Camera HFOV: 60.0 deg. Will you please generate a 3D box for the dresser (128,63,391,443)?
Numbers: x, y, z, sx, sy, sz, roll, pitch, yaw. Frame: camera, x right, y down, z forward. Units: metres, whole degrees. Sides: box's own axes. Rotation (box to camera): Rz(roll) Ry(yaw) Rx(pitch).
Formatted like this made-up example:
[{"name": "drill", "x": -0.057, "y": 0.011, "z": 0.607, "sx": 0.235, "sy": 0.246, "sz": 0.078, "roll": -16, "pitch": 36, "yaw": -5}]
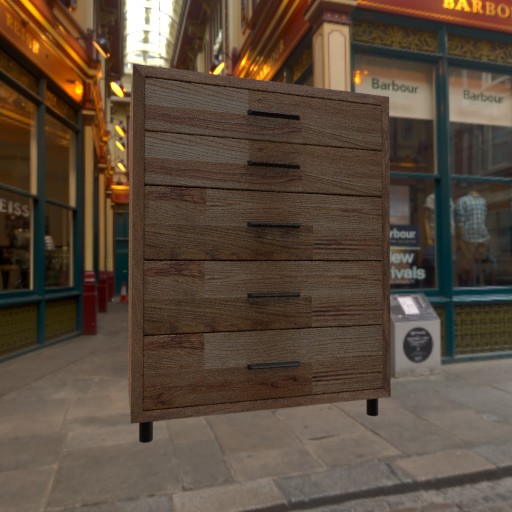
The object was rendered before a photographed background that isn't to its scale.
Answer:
[{"name": "dresser", "x": 0.000, "y": 0.000, "z": 1.768, "sx": 0.966, "sy": 1.243, "sz": 0.480, "roll": 0, "pitch": -1, "yaw": -17}]
